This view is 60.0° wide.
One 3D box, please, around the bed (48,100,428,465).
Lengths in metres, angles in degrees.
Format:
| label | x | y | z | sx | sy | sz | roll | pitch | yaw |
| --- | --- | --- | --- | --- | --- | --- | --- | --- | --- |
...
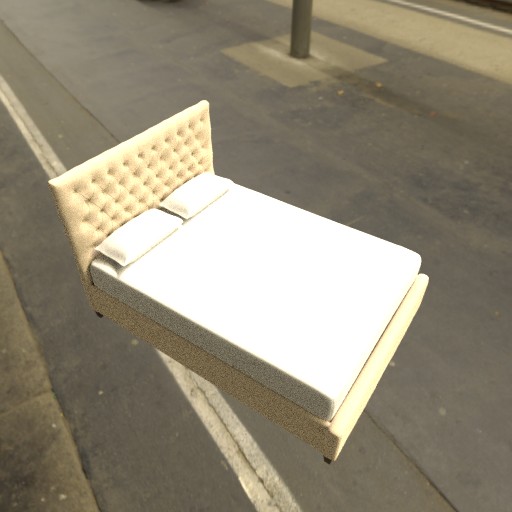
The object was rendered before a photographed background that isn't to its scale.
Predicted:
| label | x | y | z | sx | sy | sz | roll | pitch | yaw |
| --- | --- | --- | --- | --- | --- | --- | --- | --- | --- |
| bed | 0.000 | 0.000 | 3.515 | 2.387 | 1.427 | 1.698 | 25 | 47 | 25 |
